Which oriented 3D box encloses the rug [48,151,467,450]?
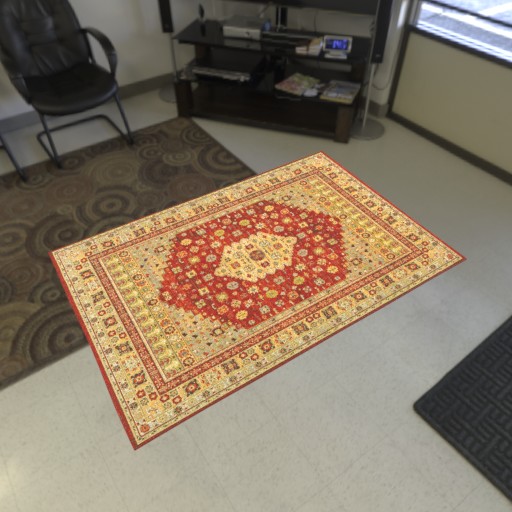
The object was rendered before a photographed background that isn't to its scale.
[{"bbox_3d":[0.000,0.000,2.288,1.802,0.013,1.194,-24,50,-22],"label":"rug"}]
